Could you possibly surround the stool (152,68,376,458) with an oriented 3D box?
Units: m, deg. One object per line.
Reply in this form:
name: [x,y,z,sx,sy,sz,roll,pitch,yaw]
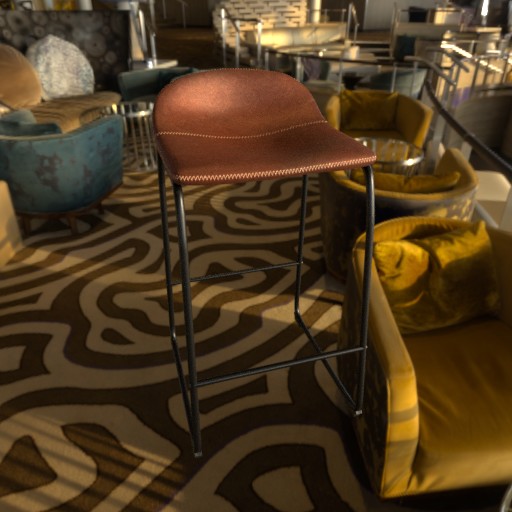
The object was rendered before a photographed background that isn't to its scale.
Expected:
stool: [0.000,0.000,1.128,0.454,0.830,0.473,-9,31,-14]
